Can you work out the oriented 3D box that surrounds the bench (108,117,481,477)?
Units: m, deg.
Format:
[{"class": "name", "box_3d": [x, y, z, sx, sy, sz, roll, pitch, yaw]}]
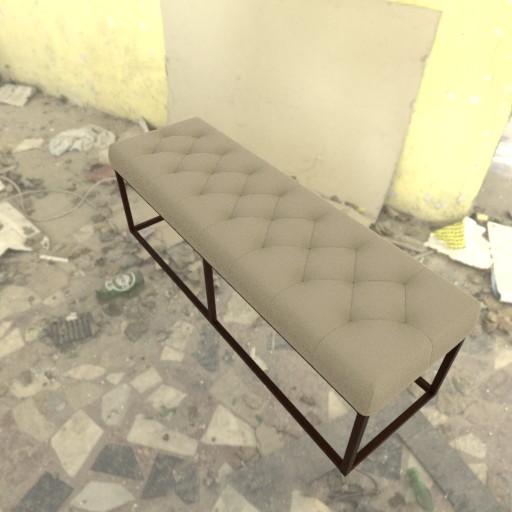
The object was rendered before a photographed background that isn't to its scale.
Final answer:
[{"class": "bench", "box_3d": [0.000, 0.000, 1.690, 0.479, 0.488, 1.488, -27, 49, -27]}]
